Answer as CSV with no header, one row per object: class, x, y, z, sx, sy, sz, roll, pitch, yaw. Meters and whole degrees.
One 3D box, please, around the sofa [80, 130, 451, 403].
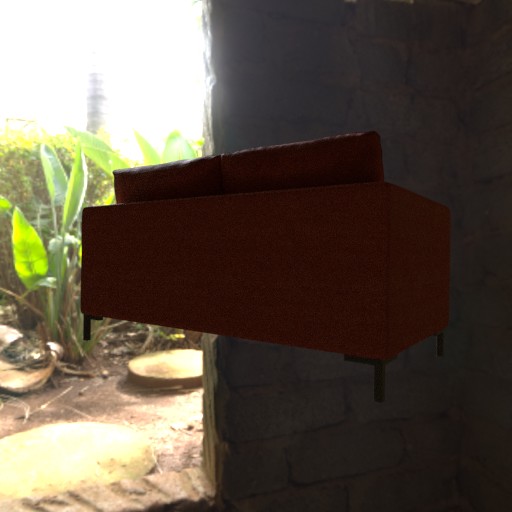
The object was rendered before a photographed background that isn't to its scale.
sofa,0.000,0.000,2.107,1.574,0.896,0.864,0,0,35
